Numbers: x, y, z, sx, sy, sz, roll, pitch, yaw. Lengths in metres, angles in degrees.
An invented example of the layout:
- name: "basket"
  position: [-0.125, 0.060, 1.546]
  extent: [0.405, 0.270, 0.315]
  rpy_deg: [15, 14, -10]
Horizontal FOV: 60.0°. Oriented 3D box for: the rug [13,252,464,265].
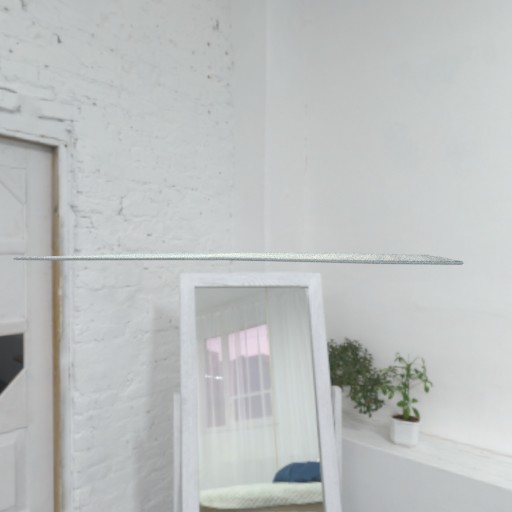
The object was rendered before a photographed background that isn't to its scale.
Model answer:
- name: "rug"
  position: [0.000, 0.000, 4.162]
  extent: [3.237, 0.046, 2.461]
  rpy_deg: [0, 1, 17]
